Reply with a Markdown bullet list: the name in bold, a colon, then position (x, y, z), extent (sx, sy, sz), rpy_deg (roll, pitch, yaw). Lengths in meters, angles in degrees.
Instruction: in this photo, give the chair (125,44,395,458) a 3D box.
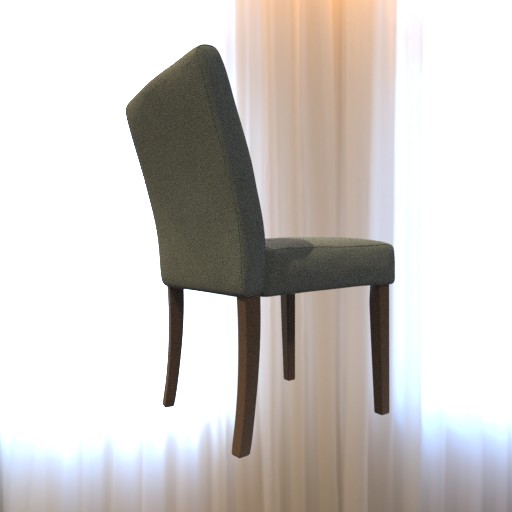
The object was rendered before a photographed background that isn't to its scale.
- **chair**: position (0.000, 0.000, 1.240), extent (0.629, 0.882, 0.487), rpy_deg (0, 0, -35)
